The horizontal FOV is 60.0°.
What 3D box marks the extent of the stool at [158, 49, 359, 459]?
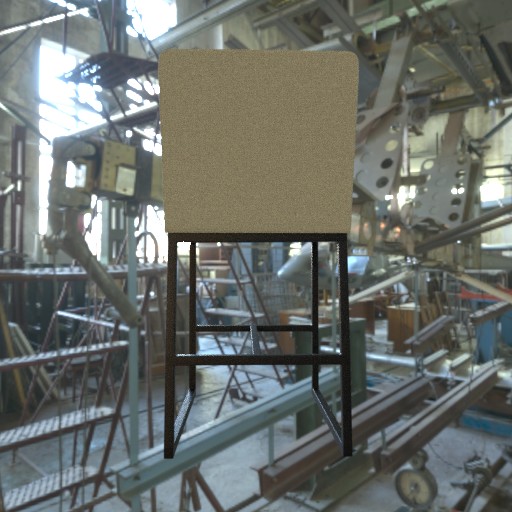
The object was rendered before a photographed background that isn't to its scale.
[{"bbox_3d":[0.000,0.000,1.262,0.460,0.940,0.560,0,-1,-2],"label":"stool"}]
